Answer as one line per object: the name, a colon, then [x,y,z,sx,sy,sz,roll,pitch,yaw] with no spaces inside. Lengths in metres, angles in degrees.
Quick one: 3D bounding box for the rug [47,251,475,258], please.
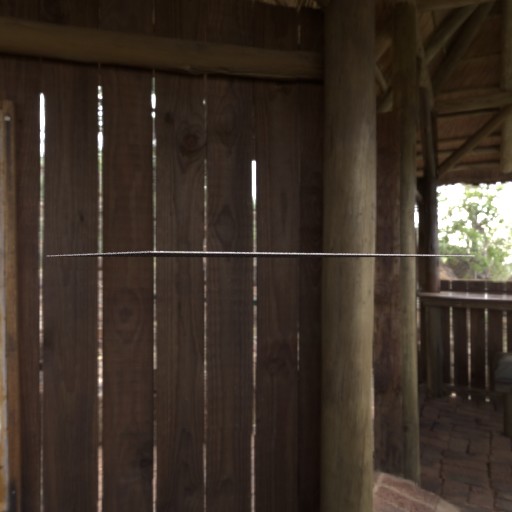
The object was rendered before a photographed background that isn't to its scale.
rug: [0.000,0.000,4.038,3.046,0.008,2.442,0,-1,-36]
